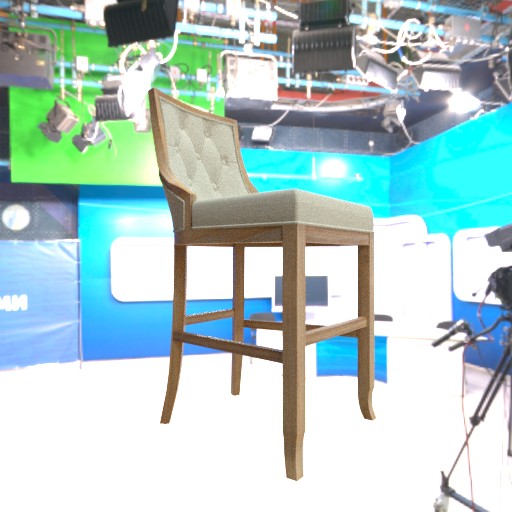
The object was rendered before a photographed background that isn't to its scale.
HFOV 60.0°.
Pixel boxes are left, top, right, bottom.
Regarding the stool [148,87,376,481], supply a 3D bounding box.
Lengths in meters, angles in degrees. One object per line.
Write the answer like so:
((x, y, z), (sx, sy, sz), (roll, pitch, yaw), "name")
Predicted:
((0.000, 0.000, 1.468), (0.626, 1.101, 0.524), (0, 0, 36), "stool")
